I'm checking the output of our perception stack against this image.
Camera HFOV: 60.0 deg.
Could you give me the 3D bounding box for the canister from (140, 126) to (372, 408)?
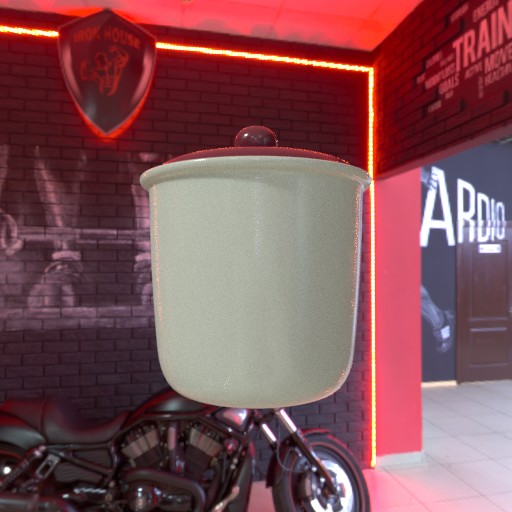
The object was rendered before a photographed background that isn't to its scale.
[{"bbox_3d":[0.000,0.000,0.357,0.182,0.208,0.182,0,-1,0],"label":"canister"}]
